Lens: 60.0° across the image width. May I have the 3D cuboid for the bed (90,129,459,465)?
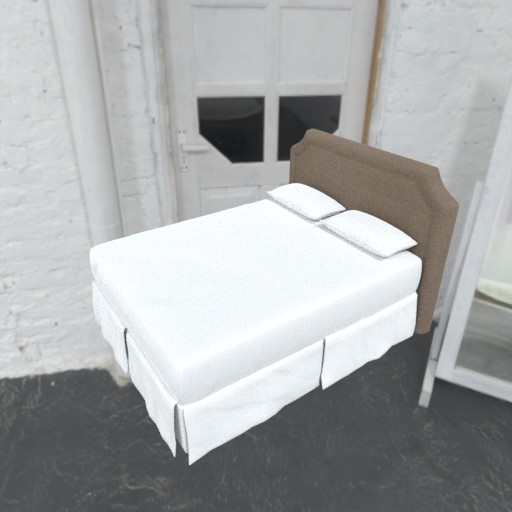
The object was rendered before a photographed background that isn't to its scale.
[{"bbox_3d":[0.000,0.000,3.205,2.116,1.290,1.693,-19,35,-29],"label":"bed"}]
